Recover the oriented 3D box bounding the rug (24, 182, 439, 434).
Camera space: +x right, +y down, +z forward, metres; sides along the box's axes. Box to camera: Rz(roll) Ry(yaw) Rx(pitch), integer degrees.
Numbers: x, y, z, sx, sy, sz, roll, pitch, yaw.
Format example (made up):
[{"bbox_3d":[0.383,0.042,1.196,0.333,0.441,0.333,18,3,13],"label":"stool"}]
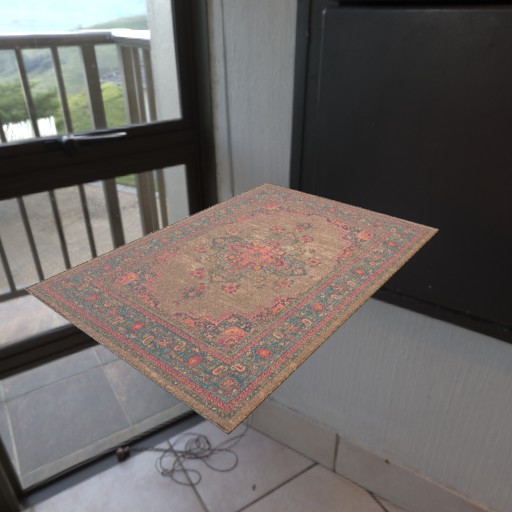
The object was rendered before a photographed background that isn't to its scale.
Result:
[{"bbox_3d":[0.000,0.000,3.650,2.005,0.013,2.890,22,36,33],"label":"rug"}]
